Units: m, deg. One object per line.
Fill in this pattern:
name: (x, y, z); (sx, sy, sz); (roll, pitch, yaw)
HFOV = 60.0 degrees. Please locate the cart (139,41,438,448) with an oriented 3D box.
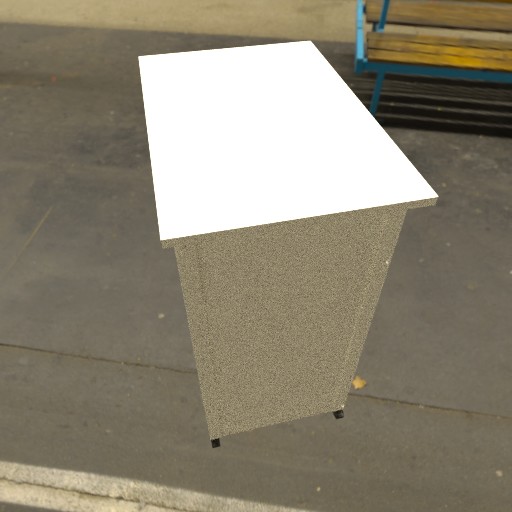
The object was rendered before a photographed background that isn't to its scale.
cart: (0.000, 0.000, 1.218); (0.442, 0.864, 0.683); (-10, 47, -9)
